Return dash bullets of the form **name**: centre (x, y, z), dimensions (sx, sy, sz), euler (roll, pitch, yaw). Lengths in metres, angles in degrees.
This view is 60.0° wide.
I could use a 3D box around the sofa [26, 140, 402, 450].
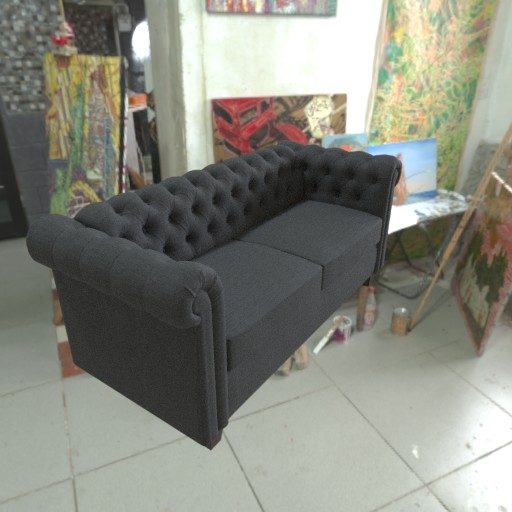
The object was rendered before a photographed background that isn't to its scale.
- **sofa**: centre (0.000, 0.000, 2.187), dimensions (0.783, 0.797, 1.798), euler (17, 31, 31)
